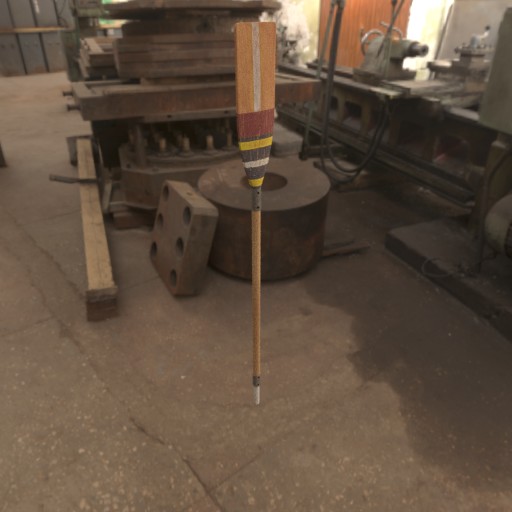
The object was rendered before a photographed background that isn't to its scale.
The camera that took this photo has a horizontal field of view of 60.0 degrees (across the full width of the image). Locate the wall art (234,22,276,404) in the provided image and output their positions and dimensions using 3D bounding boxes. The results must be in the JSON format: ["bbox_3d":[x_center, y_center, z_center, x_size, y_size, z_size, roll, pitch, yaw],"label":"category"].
[{"bbox_3d":[0.000,0.000,1.666,0.146,1.556,0.038,-20,35,-31],"label":"wall art"}]
